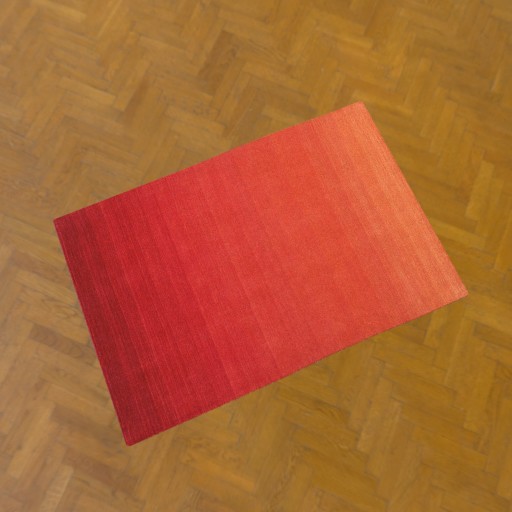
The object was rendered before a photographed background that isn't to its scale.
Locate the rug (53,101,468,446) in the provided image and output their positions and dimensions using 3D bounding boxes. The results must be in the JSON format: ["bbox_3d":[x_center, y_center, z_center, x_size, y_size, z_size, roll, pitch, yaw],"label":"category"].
[{"bbox_3d":[0.000,0.000,2.303,1.835,0.018,1.230,-22,77,-6],"label":"rug"}]
